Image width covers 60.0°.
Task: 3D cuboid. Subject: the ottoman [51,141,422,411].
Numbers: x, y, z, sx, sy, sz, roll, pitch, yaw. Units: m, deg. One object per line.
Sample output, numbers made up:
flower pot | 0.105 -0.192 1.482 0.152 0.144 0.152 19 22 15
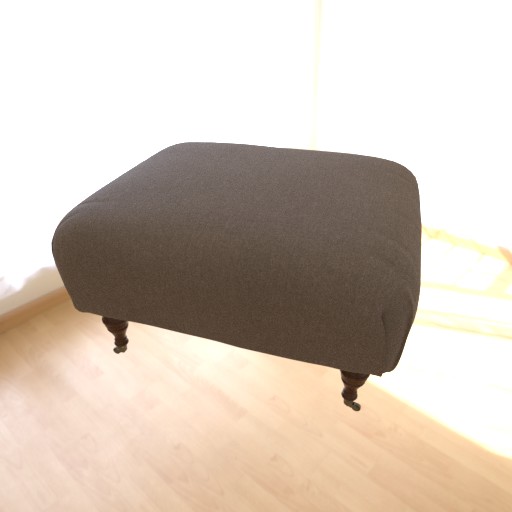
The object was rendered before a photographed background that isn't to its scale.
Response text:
ottoman | 0.000 0.000 1.110 0.747 0.450 0.622 9 33 15
